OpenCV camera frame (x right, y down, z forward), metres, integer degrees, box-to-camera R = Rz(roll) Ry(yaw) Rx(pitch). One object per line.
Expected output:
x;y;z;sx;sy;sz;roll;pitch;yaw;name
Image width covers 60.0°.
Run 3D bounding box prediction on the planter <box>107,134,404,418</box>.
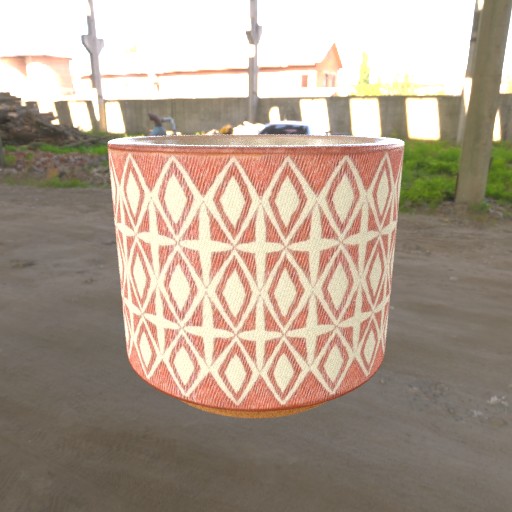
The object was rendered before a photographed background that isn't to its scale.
0.000;0.000;0.462;0.273;0.237;0.273;0;17;0;planter
